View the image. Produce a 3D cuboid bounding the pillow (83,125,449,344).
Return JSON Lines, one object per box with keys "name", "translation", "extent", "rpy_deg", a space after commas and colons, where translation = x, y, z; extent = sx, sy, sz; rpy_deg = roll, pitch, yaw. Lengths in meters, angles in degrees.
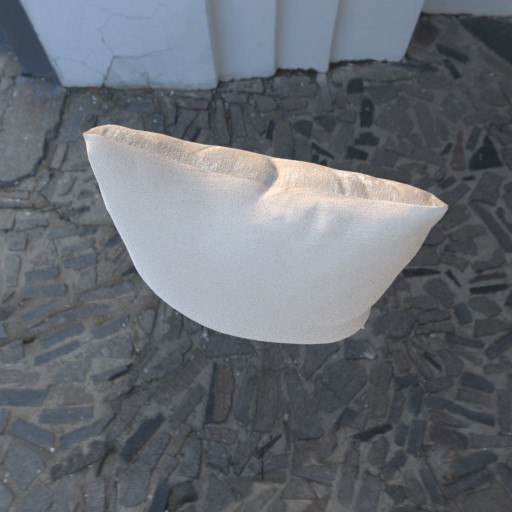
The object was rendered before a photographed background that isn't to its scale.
{"name": "pillow", "translation": [0.000, 0.000, 0.713], "extent": [0.450, 0.448, 0.245], "rpy_deg": [14, 66, 7]}
